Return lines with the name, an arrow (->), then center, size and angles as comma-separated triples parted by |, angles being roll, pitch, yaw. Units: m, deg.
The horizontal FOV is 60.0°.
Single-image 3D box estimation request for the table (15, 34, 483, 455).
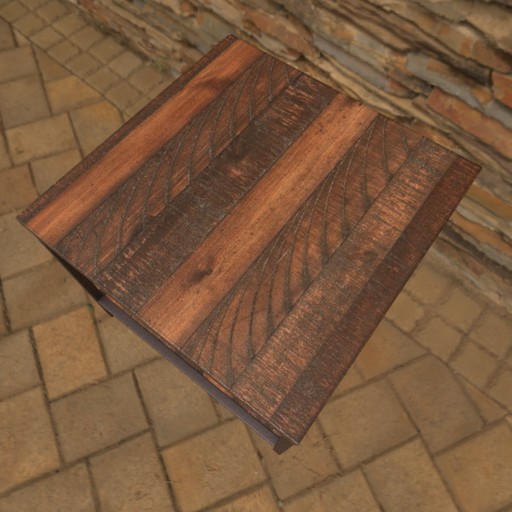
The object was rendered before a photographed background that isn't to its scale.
table -> 0.000, 0.000, 0.947 | 0.553, 0.482, 0.548 | 34, 69, 15
